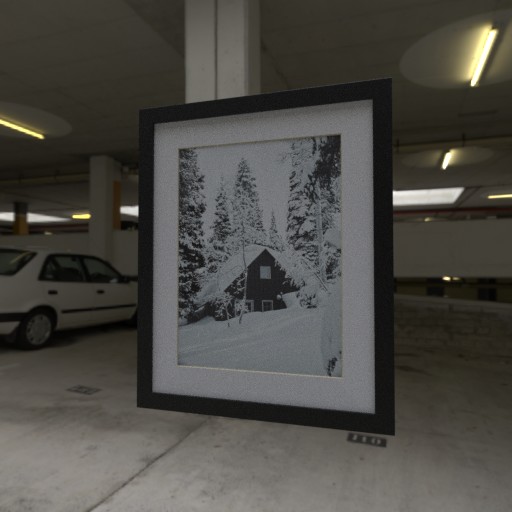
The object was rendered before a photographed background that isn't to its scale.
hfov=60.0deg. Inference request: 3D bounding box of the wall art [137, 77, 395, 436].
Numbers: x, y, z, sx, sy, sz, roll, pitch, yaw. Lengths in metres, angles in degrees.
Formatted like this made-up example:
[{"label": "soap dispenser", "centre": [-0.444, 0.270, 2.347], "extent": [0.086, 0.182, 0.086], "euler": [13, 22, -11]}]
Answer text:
[{"label": "wall art", "centre": [0.000, 0.000, 0.549], "extent": [0.325, 0.397, 0.018], "euler": [-1, -2, 18]}]
